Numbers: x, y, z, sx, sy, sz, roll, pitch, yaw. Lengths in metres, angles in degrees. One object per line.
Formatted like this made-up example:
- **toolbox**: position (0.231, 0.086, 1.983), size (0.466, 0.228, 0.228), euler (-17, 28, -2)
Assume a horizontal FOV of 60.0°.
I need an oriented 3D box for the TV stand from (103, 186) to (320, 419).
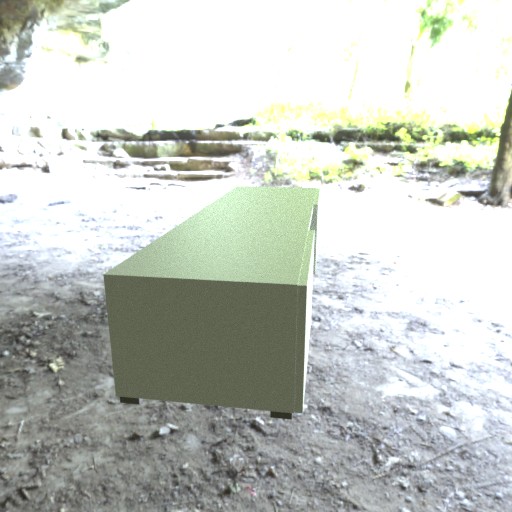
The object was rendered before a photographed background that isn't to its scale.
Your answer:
- **TV stand**: position (0.000, 0.000, 1.593), size (0.420, 0.310, 1.400), euler (3, 17, 9)
